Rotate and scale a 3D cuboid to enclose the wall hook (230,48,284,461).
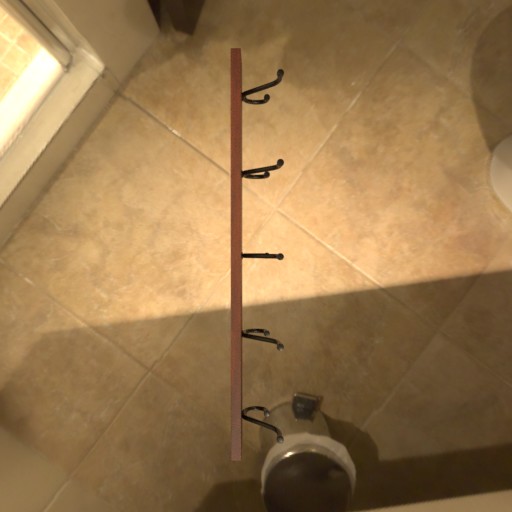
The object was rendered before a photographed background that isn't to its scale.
[{"bbox_3d":[0.000,0.000,0.616,0.071,0.117,0.571,0,91,0],"label":"wall hook"}]
